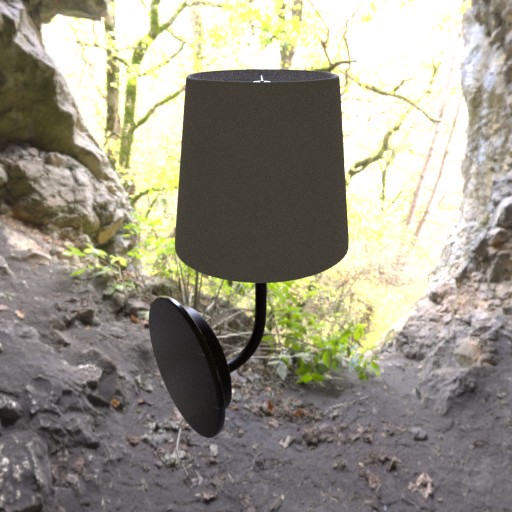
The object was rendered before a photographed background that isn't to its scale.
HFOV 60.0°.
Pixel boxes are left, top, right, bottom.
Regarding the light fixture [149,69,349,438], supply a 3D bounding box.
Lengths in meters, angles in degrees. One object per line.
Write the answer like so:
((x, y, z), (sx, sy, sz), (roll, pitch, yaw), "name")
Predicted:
((0.000, 0.000, 0.445), (0.188, 0.337, 0.168), (-19, 32, -32), "light fixture")
